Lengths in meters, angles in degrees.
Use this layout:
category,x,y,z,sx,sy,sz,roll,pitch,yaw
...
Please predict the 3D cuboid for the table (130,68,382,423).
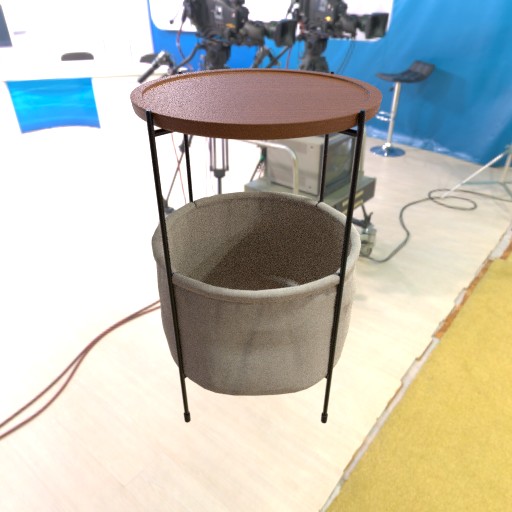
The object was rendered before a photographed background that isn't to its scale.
category,x,y,z,sx,sy,sz,roll,pitch,yaw
table,0.000,0.000,0.860,0.393,0.623,0.393,0,32,0
